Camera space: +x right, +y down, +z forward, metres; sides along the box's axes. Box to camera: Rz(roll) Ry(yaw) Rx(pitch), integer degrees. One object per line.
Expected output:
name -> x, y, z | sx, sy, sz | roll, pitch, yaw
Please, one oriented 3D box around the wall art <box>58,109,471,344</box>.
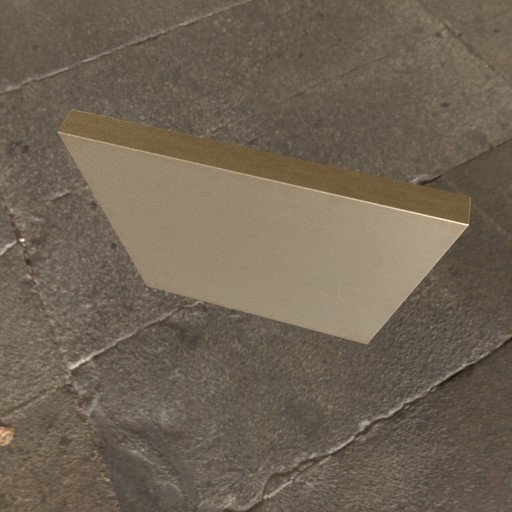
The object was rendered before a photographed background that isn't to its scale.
wall art -> 0.000, 0.000, 0.758 | 0.503, 0.506, 0.040 | 14, 65, 7
